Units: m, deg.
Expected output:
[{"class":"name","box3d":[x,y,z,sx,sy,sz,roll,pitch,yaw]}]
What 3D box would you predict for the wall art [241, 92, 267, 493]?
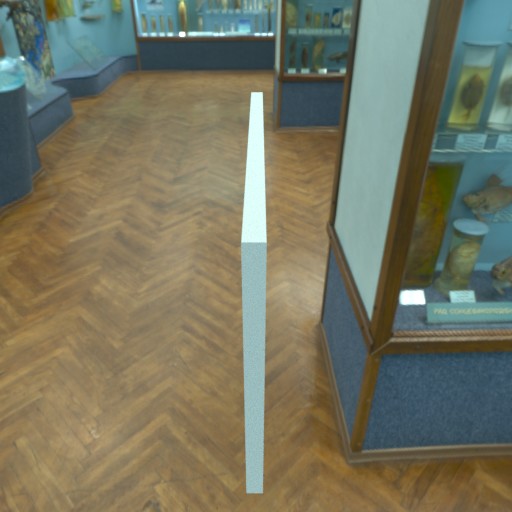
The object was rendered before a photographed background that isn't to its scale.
[{"class":"wall art","box3d":[0.000,0.000,1.676,0.051,0.902,1.308,0,33,0]}]
